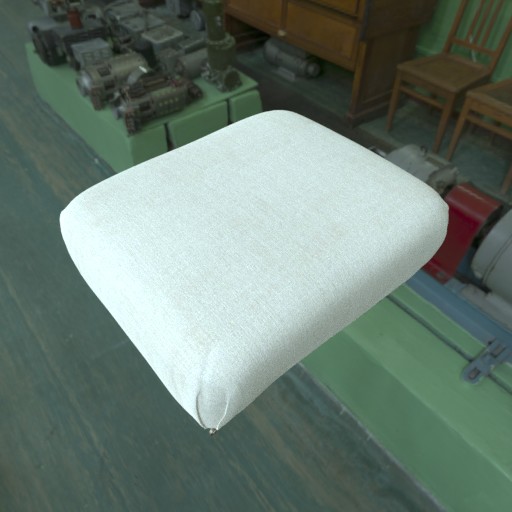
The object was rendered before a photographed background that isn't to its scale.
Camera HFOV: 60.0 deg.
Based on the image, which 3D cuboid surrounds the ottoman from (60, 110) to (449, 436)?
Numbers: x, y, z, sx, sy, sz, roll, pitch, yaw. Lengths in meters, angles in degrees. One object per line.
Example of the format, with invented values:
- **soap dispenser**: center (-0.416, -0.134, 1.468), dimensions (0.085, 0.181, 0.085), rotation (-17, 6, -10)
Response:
- **ottoman**: center (0.000, 0.000, 1.117), dimensions (0.747, 0.450, 0.622), rotation (-31, 54, -27)
